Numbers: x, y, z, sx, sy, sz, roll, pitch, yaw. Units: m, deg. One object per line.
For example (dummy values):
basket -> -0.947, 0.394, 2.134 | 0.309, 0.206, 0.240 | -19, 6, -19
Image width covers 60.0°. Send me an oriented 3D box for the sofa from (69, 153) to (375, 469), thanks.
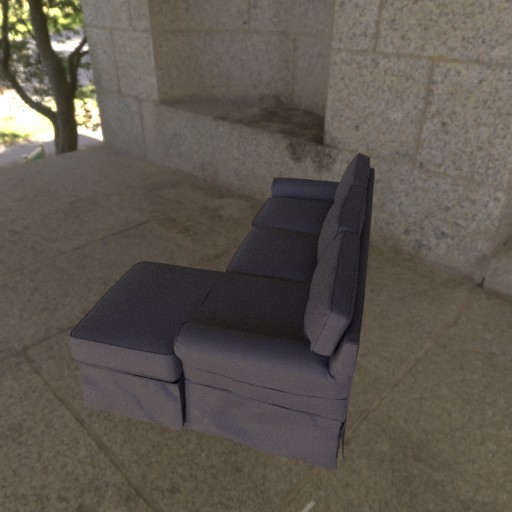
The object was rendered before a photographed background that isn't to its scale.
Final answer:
sofa -> 0.000, 0.000, 3.350 | 1.637, 1.039, 2.518 | 7, 31, 13
